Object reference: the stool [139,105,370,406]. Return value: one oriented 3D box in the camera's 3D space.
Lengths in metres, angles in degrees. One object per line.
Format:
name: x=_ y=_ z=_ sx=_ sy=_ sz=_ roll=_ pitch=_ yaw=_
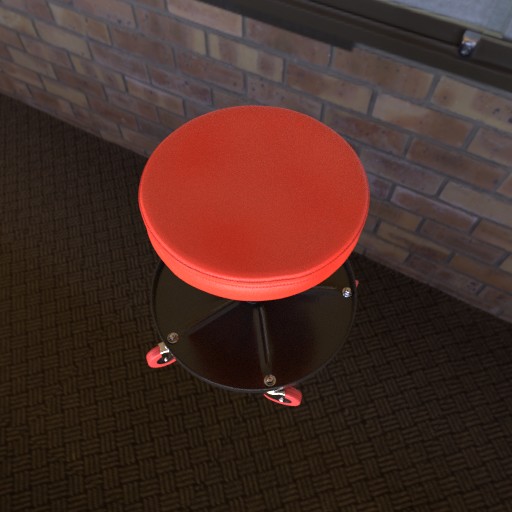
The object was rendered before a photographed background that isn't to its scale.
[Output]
stool: x=0.000 y=0.000 z=0.680 sx=0.381 sy=0.365 sz=0.382 roll=-2 pitch=59 yaw=-1
